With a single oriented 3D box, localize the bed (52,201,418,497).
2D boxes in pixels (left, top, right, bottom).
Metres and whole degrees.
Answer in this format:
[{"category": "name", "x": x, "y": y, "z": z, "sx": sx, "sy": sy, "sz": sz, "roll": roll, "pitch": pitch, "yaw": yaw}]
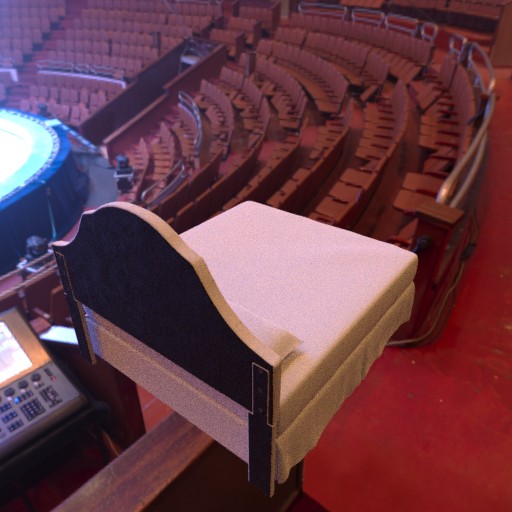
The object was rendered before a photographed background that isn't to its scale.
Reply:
[{"category": "bed", "x": 0.000, "y": 0.000, "z": 3.499, "sx": 2.008, "sy": 1.615, "sz": 2.214, "roll": 22, "pitch": 37, "yaw": 32}]
